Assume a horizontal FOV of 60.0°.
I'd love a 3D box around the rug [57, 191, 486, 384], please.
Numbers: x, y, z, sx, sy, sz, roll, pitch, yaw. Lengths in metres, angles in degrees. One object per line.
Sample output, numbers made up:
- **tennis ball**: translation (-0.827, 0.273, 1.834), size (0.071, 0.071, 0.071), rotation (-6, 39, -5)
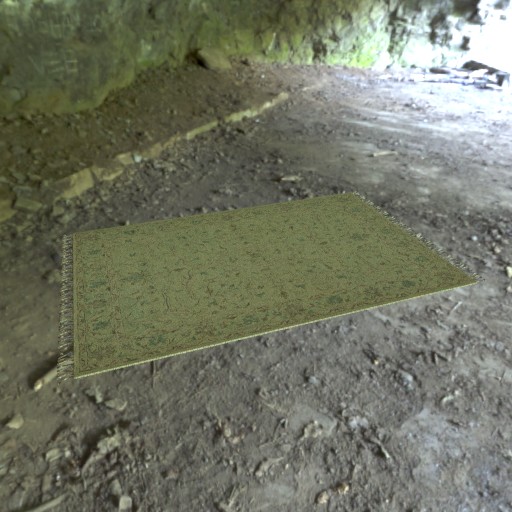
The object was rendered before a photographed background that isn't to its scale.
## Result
- **rug**: translation (0.000, 0.000, 2.945), size (2.435, 0.010, 1.544), rotation (-10, 32, -17)
